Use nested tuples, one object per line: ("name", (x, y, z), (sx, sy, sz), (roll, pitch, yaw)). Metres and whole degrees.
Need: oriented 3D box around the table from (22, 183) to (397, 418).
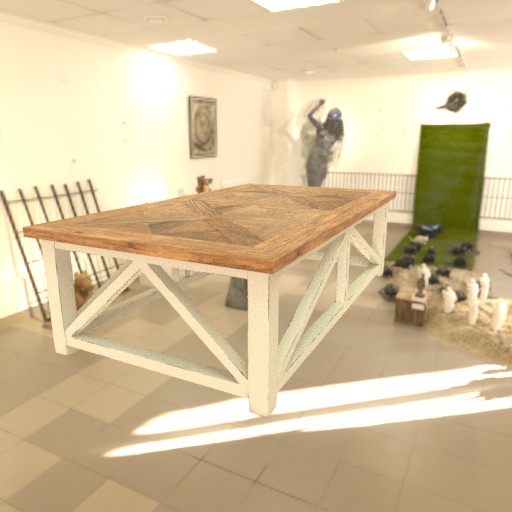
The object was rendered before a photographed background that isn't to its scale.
("table", (0.000, 0.000, 1.758), (0.800, 0.410, 1.400), (8, 17, 26))
